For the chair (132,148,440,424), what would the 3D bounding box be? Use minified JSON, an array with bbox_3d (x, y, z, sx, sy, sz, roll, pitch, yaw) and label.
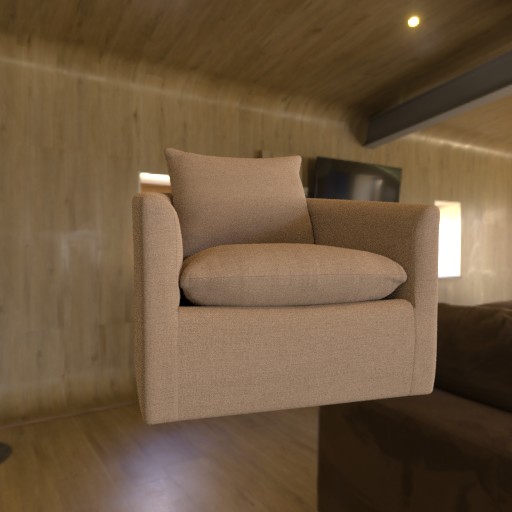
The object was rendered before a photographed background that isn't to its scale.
[{"bbox_3d":[0.000,0.000,1.568,0.845,0.848,0.910,0,1,-17],"label":"chair"}]
